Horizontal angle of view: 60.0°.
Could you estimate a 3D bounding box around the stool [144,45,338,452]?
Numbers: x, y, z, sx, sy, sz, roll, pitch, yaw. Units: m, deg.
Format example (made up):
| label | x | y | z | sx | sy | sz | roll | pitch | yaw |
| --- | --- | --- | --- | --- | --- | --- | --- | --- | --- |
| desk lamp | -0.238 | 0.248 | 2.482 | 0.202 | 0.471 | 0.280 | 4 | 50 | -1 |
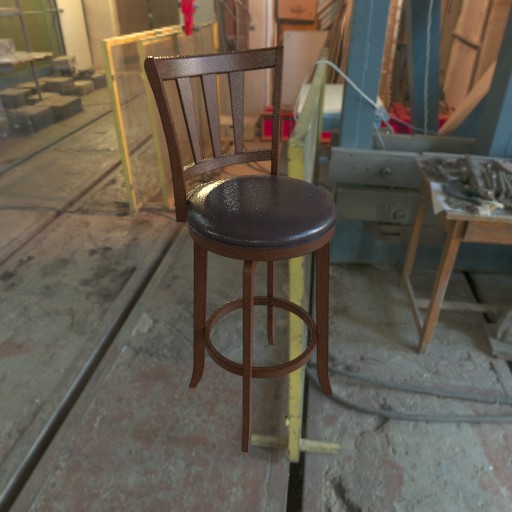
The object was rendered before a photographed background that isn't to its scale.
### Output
| label | x | y | z | sx | sy | sz | roll | pitch | yaw |
| --- | --- | --- | --- | --- | --- | --- | --- | --- | --- |
| stool | 0.000 | 0.000 | 1.424 | 0.464 | 1.177 | 0.503 | -22 | 37 | -31 |
